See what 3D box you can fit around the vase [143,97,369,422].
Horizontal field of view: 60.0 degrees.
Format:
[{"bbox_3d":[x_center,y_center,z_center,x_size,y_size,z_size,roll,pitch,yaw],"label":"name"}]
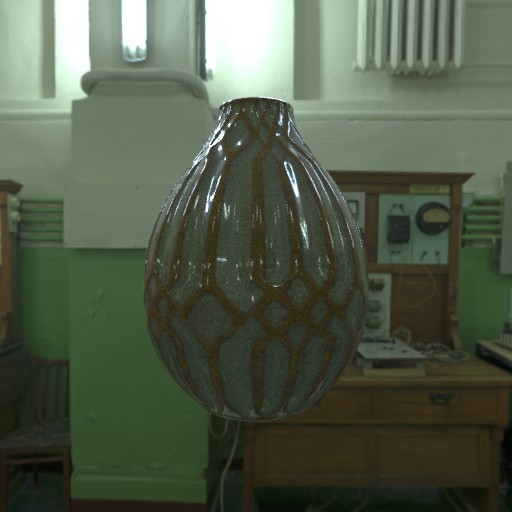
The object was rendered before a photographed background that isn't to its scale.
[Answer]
[{"bbox_3d":[0.000,0.000,0.265,0.131,0.175,0.131,0,2,0],"label":"vase"}]
